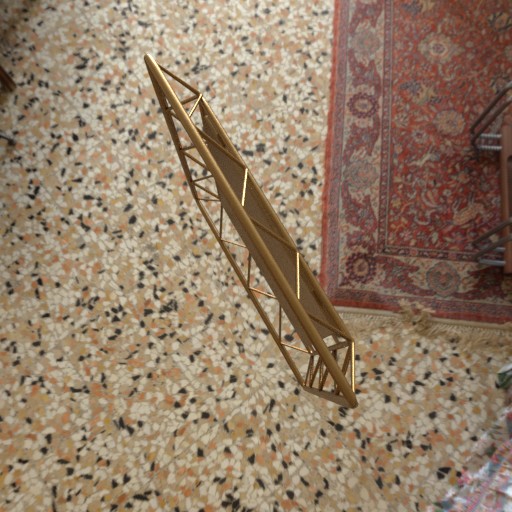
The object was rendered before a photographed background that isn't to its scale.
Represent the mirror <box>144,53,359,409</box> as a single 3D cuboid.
[{"bbox_3d":[0.000,0.000,0.625,0.046,0.414,0.416,-29,77,-7],"label":"mirror"}]
